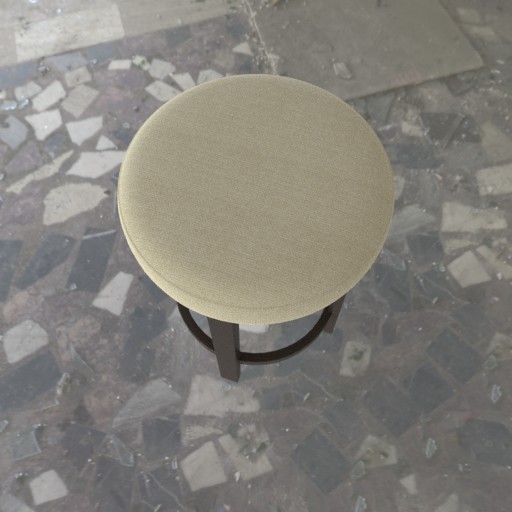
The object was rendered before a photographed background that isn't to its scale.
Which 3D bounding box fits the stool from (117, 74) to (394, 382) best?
[{"bbox_3d":[0.000,0.000,0.949,0.449,0.655,0.449,0,66,0],"label":"stool"}]
